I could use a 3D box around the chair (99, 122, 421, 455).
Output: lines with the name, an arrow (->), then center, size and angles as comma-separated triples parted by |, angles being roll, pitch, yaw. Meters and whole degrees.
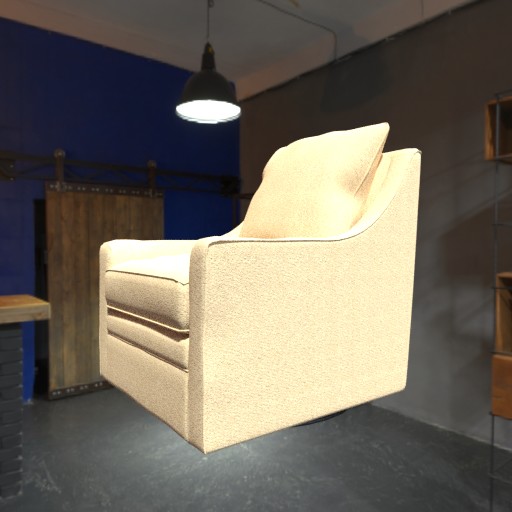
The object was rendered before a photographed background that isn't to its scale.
chair -> 0.000, 0.000, 1.541 | 0.876, 0.927, 0.760 | -1, 2, -37
